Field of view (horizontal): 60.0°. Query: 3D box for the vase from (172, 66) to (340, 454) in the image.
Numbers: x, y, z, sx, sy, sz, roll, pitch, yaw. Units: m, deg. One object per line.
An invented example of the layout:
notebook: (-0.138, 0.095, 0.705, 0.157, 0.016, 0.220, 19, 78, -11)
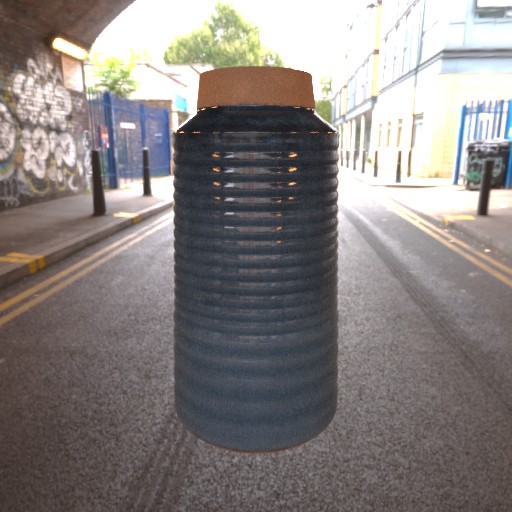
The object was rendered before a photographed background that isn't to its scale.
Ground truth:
vase: (0.000, 0.000, 0.415, 0.163, 0.316, 0.163, 0, 14, 0)
